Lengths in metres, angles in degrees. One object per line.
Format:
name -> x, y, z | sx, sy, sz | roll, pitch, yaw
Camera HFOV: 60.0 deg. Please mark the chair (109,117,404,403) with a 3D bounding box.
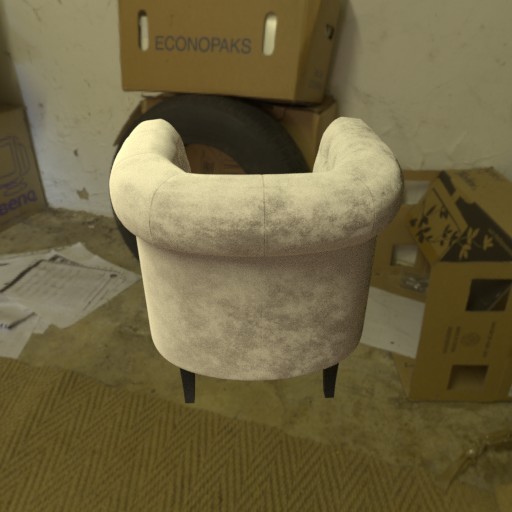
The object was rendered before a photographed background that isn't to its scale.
chair -> 0.000, 0.000, 1.561 | 0.904, 0.826, 0.851 | -1, 30, -2
